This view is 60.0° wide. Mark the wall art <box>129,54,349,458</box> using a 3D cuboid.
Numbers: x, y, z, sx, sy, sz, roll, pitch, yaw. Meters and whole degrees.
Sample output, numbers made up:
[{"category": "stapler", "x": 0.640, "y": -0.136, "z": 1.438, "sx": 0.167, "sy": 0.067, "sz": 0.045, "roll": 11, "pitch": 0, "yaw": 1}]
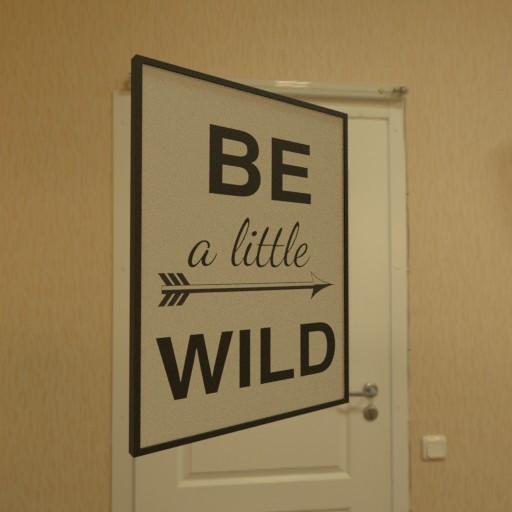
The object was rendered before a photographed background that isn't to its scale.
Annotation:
[{"category": "wall art", "x": 0.000, "y": 0.000, "z": 1.412, "sx": 0.806, "sy": 1.062, "sz": 0.038, "roll": 1, "pitch": -1, "yaw": -35}]
